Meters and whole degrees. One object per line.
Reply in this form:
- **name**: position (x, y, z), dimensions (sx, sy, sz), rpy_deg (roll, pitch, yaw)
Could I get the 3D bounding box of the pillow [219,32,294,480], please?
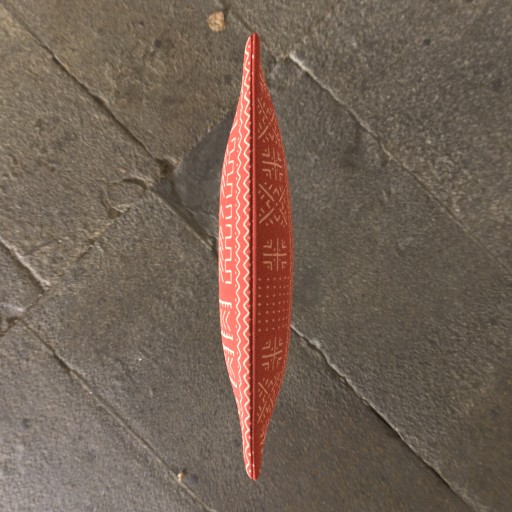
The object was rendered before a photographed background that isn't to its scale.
- **pillow**: position (0.000, 0.000, 0.791), dimensions (0.130, 0.352, 0.640), rpy_deg (0, 90, -1)
